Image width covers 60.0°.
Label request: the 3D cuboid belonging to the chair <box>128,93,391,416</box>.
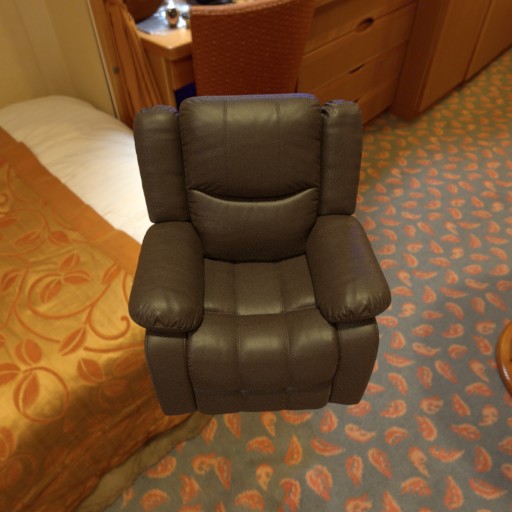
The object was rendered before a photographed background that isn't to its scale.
[{"bbox_3d":[0.000,0.000,1.754,0.899,1.009,0.934,-3,47,-2],"label":"chair"}]
